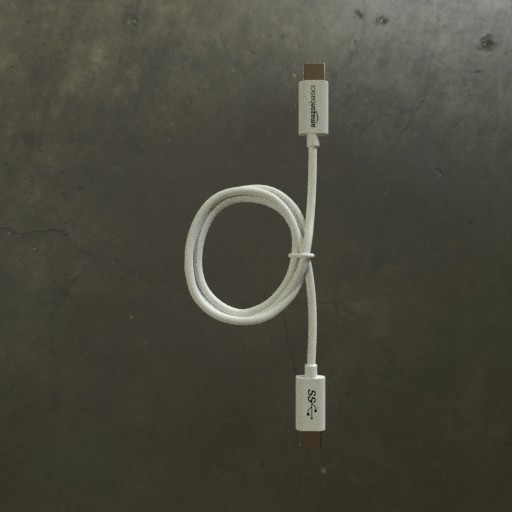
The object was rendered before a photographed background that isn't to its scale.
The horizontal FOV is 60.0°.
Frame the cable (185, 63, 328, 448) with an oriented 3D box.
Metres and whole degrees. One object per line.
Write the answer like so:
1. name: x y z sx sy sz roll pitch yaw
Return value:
1. cable: 0.000 0.000 0.213 0.070 0.014 0.186 0 90 1
